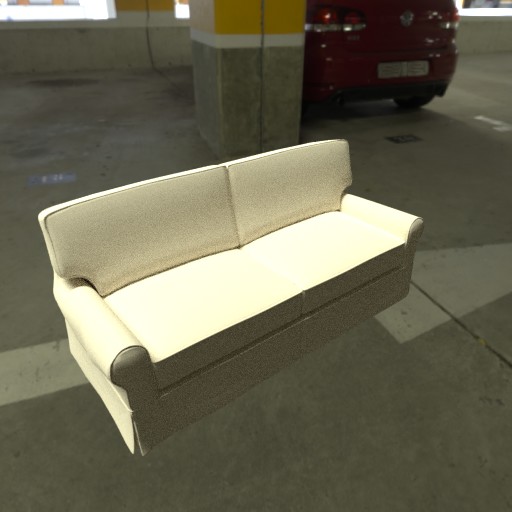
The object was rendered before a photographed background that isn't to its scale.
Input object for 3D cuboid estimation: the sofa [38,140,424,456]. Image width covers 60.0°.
[{"bbox_3d":[0.000,0.000,2.474,2.021,0.937,0.862,-21,36,-32],"label":"sofa"}]
